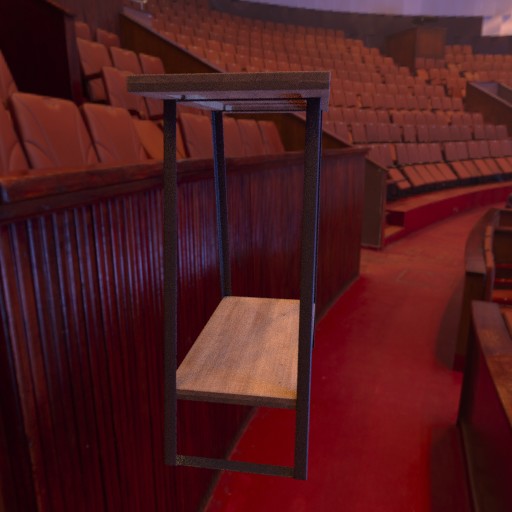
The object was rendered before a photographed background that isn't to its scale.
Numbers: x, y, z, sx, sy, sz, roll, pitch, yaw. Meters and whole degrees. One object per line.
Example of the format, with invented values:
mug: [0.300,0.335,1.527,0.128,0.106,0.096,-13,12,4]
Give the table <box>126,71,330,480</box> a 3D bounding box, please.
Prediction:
table: [0.000,0.000,1.010,0.300,0.701,0.599,2,15,8]
